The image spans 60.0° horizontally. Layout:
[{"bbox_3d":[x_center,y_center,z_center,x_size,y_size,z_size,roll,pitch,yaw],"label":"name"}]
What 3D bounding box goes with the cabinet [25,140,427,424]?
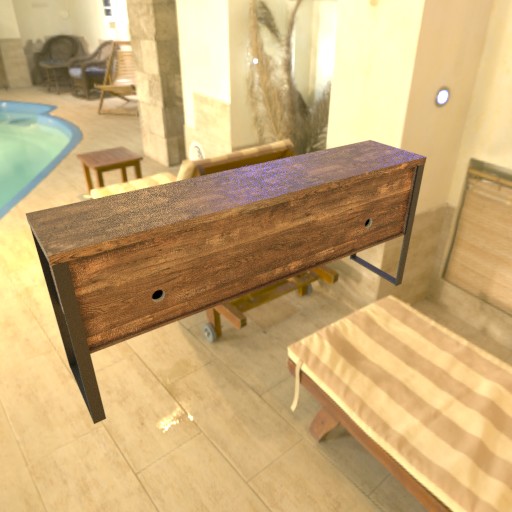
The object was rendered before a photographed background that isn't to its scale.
[{"bbox_3d":[0.000,0.000,2.126,1.800,0.762,0.395,-18,35,-29],"label":"cabinet"}]
